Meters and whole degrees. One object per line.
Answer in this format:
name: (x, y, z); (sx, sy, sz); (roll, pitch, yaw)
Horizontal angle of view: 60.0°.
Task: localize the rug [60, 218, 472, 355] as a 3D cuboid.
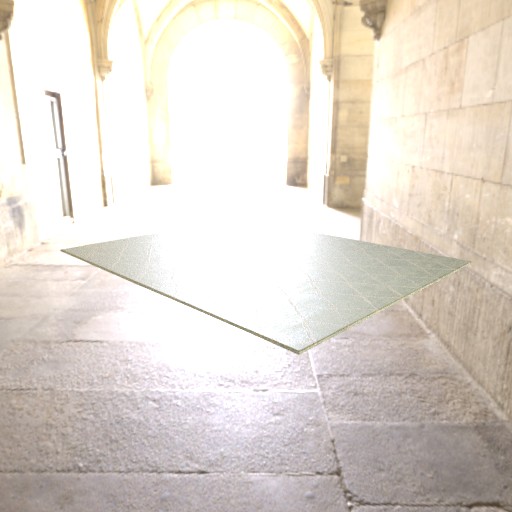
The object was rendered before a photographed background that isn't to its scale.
rug: (0.000, 0.000, 4.161); (3.039, 0.019, 2.420); (15, 21, 43)
